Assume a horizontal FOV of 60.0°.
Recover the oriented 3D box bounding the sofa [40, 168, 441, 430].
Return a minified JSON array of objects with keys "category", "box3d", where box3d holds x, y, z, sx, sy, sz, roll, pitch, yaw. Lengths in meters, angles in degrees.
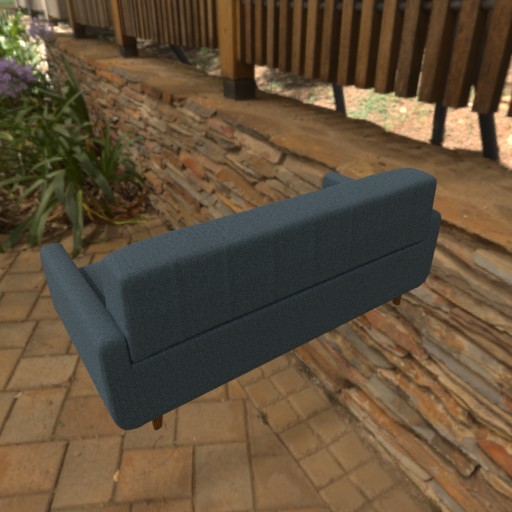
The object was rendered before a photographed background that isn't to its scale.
[{"category":"sofa","box3d":[0.000,0.000,2.509,2.055,0.884,0.942,-19,35,-30]}]
